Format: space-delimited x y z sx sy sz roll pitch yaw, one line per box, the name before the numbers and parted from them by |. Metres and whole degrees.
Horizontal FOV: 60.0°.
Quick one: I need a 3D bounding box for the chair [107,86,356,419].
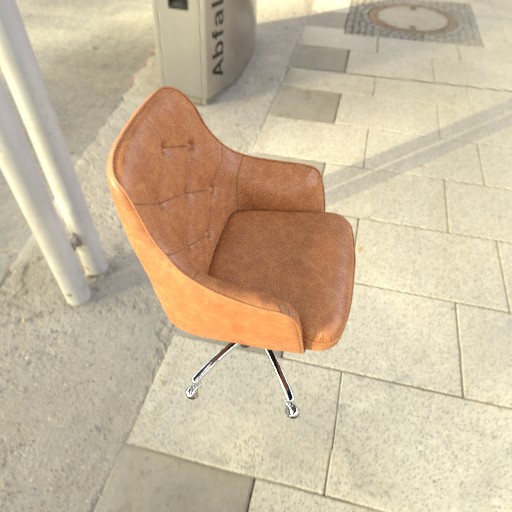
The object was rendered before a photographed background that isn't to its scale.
chair | 0.000 0.000 1.358 0.615 0.909 0.628 9 47 8
